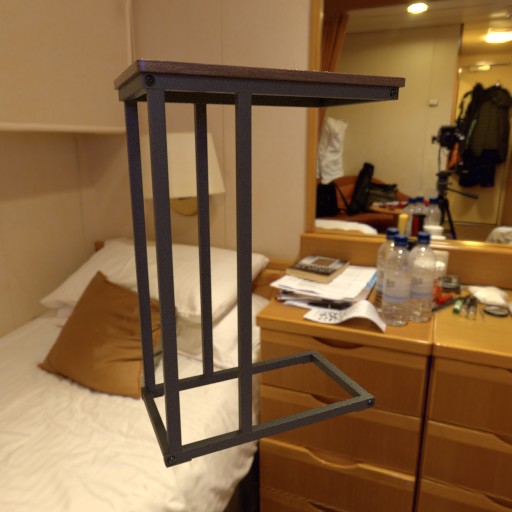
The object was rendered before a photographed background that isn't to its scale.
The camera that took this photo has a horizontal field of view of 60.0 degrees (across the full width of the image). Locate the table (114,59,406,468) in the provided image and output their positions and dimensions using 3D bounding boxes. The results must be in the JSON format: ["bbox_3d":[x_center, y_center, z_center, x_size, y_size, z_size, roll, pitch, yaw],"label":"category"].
[{"bbox_3d":[0.000,0.000,0.855,0.450,0.637,0.254,-6,16,-23],"label":"table"}]
